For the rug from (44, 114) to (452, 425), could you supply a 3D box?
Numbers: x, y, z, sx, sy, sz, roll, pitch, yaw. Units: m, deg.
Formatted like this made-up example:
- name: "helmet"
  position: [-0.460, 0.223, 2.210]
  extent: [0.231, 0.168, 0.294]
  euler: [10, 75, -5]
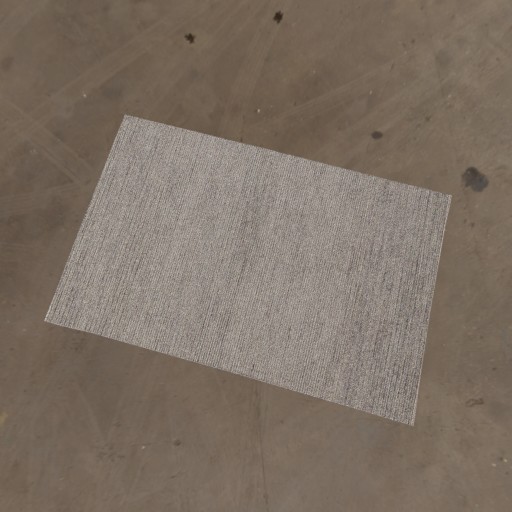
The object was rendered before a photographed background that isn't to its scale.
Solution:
- name: "rug"
  position: [0.000, 0.000, 2.212]
  extent: [1.804, 0.022, 1.162]
  euler: [15, 76, 4]
